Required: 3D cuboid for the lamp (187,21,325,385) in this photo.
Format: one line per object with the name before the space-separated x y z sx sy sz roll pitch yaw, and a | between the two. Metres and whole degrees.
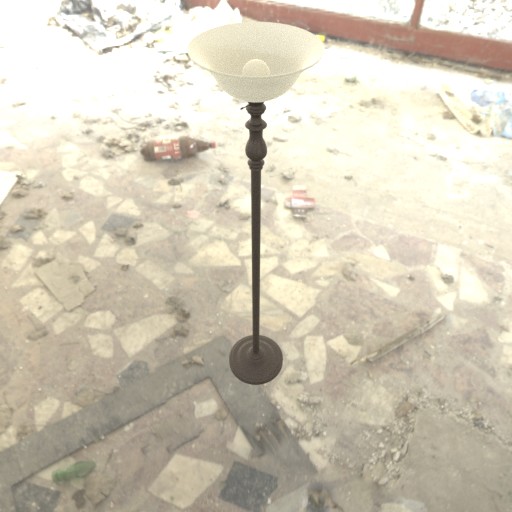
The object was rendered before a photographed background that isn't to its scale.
lamp | 0.000 0.000 1.960 0.405 1.797 0.405 -33 54 -27
